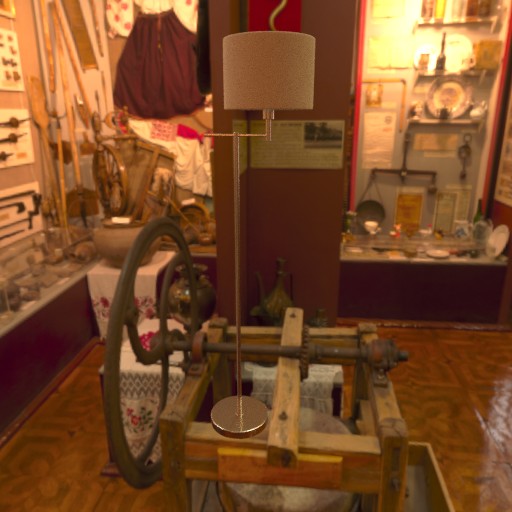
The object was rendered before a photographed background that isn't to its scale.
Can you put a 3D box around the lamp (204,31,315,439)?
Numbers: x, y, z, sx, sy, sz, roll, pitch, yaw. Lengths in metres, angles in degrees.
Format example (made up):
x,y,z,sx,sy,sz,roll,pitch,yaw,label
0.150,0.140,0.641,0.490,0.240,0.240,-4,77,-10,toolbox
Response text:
x,y,z,sx,sy,sz,roll,pitch,yaw,label
0.000,0.000,1.805,0.416,1.600,0.324,2,18,8,lamp
